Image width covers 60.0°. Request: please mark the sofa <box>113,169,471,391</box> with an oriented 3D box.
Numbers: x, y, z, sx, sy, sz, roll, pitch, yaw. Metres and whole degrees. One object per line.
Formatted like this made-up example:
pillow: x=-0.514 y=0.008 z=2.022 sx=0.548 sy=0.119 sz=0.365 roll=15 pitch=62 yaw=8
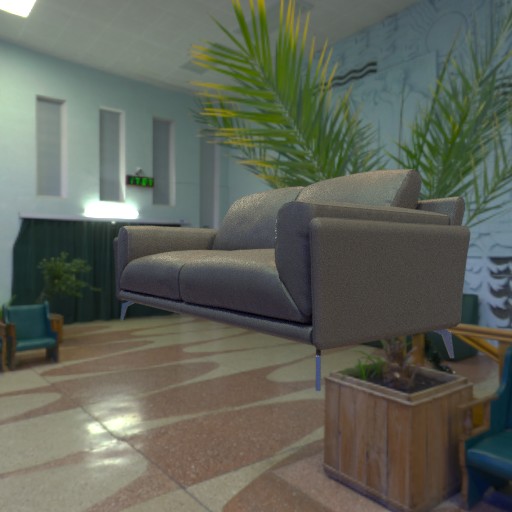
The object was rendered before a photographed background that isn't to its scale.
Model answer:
sofa: x=0.000 y=0.000 z=2.630 sx=1.049 sy=0.930 sz=2.101 roll=0 pitch=0 yaw=-36
